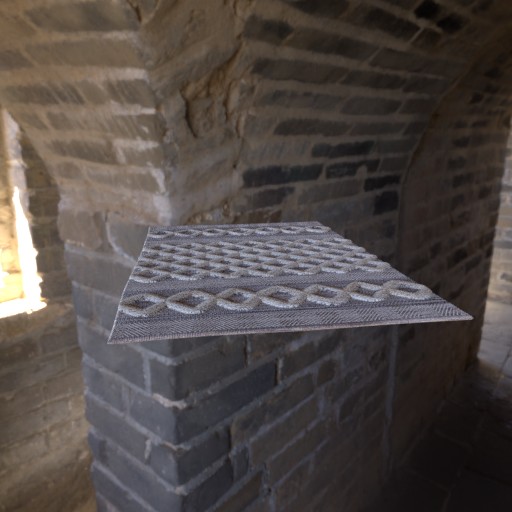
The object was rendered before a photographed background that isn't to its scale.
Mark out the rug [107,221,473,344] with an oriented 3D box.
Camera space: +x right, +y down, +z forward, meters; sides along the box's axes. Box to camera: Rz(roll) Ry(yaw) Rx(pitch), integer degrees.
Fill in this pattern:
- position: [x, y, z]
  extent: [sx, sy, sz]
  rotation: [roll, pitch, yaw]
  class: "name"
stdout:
- position: [0.000, 0.000, 2.298]
  extent: [1.222, 0.030, 1.823]
  rotation: [-2, 15, -9]
  class: "rug"
